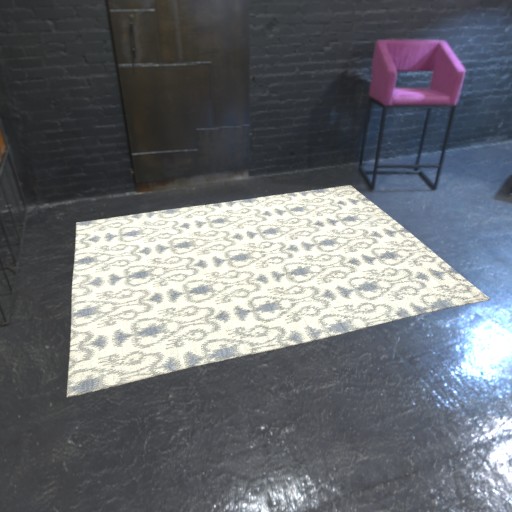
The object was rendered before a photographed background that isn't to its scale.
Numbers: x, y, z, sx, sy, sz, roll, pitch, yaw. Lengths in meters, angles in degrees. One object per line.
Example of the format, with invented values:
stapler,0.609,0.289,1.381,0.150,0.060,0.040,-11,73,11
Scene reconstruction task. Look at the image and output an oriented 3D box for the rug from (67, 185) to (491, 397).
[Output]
rug,0.000,0.000,2.883,2.261,0.013,1.676,-10,34,-15
